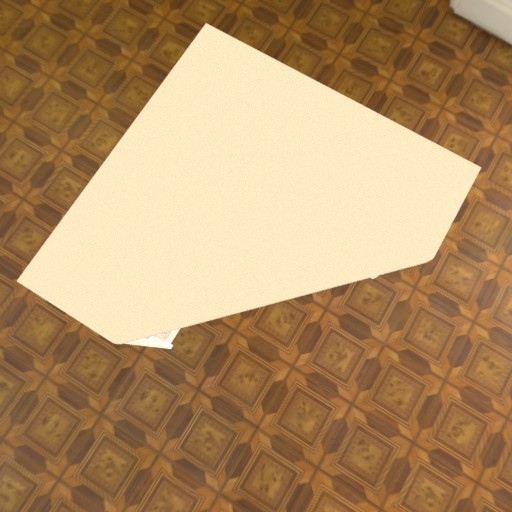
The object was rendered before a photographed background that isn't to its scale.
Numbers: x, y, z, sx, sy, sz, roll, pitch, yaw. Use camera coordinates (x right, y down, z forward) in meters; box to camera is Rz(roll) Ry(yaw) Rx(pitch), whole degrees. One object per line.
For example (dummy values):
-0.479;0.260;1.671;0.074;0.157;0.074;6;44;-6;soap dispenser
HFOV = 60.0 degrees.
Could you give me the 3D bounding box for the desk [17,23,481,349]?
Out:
0.000;0.000;1.619;0.926;0.818;0.940;30;79;7;desk
